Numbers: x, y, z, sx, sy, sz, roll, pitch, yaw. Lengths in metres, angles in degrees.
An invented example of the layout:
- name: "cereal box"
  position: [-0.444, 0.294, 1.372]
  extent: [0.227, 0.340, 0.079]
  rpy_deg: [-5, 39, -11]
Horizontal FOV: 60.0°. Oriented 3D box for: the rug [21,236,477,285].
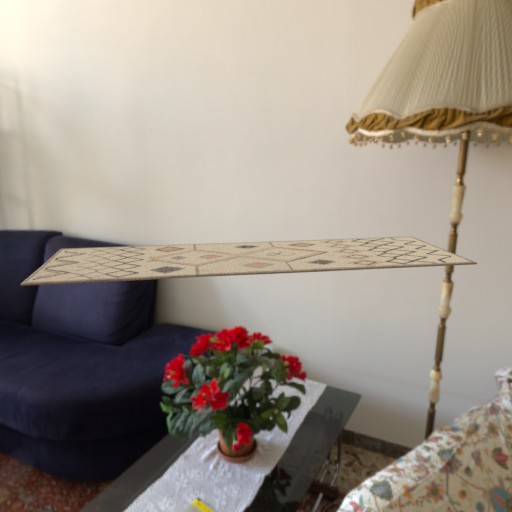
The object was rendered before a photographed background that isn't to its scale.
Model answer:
- name: "rug"
  position: [0.000, 0.000, 2.693]
  extent: [2.435, 0.011, 0.750]
  rpy_deg: [-2, 14, -9]
